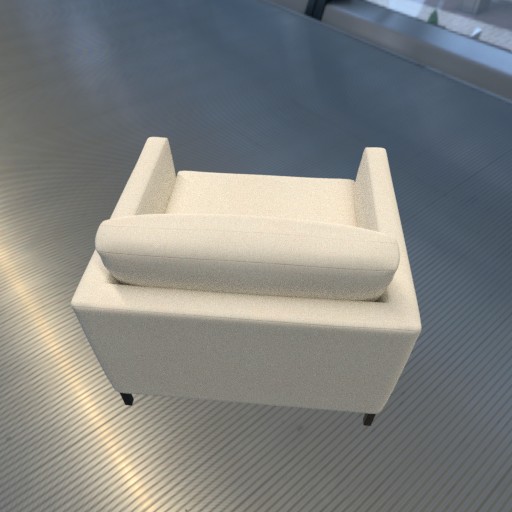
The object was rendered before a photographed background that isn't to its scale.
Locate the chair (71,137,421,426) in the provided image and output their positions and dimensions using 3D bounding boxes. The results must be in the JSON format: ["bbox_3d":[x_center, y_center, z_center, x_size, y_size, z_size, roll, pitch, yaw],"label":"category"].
[{"bbox_3d":[0.000,0.000,1.610,0.964,0.806,0.875,4,46,3],"label":"chair"}]
